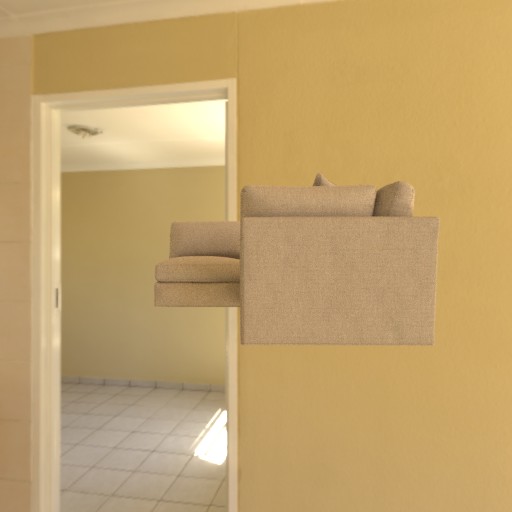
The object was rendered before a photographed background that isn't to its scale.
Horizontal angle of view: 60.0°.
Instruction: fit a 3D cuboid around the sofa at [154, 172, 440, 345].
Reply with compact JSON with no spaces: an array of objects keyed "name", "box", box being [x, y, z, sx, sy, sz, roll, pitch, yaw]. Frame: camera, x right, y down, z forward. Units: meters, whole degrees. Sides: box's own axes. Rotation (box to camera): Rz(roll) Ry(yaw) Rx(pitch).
[{"name":"sofa","box":[0.000,0.000,3.800,1.994,0.978,2.896,0,0,1]}]
